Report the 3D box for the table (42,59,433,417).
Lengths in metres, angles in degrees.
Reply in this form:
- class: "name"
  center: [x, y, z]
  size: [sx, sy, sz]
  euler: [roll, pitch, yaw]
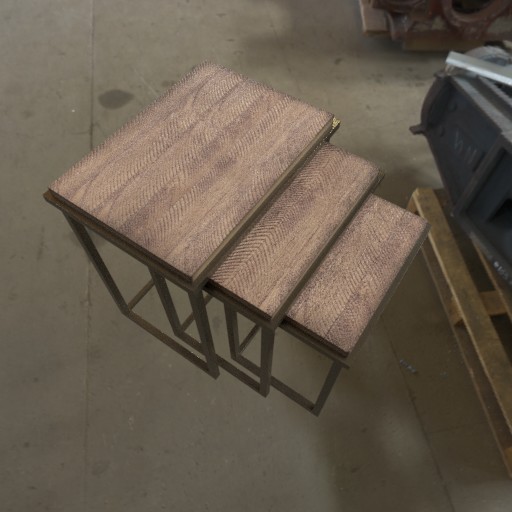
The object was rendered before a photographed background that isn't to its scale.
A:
- class: "table"
  center: [0.000, 0.000, 1.185]
  size: [0.706, 0.610, 0.559]
  euler: [30, 62, 18]
